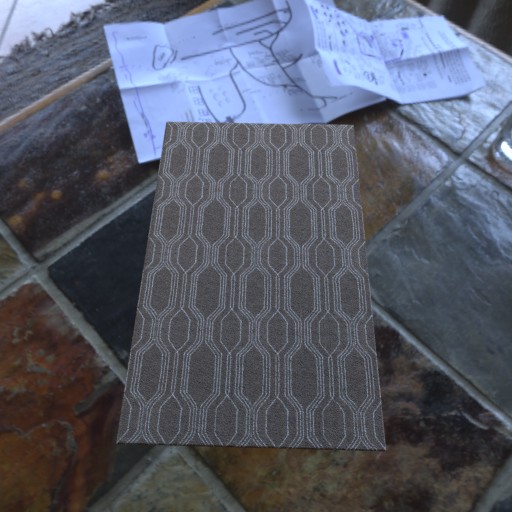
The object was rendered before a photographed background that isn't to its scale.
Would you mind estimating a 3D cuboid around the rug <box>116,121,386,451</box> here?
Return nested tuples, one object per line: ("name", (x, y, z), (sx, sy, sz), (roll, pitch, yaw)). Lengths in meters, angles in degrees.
("rug", (0.000, 0.000, 3.088), (1.541, 0.012, 2.457), (1, 63, 1))
